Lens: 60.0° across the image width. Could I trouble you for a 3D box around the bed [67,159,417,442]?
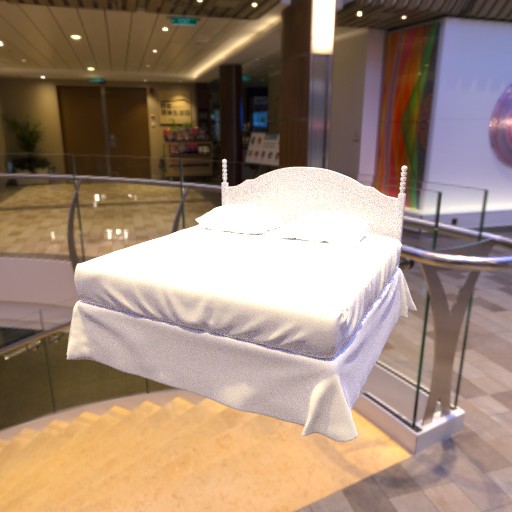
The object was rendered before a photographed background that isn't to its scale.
[{"bbox_3d":[0.000,0.000,3.601,2.322,1.355,2.219,8,18,26],"label":"bed"}]
